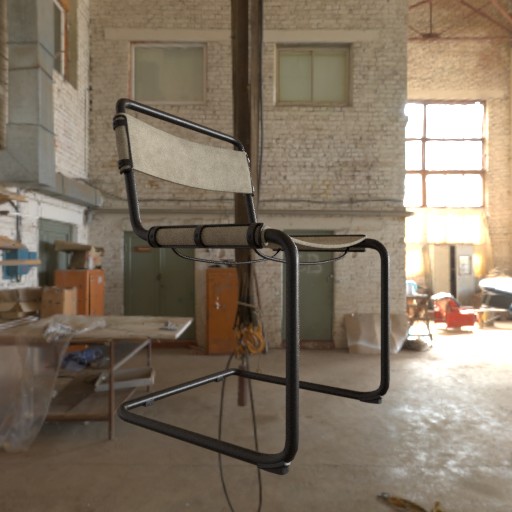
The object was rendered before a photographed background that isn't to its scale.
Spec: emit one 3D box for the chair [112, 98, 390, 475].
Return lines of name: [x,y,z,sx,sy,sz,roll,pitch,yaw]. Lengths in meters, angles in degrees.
chair: [0.000,0.000,1.068,0.497,0.747,0.499,0,-1,36]
